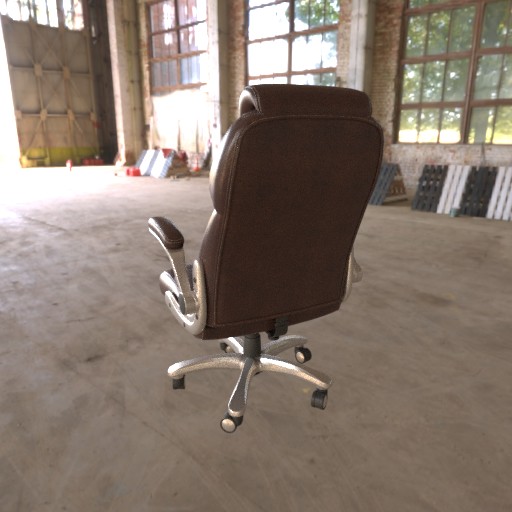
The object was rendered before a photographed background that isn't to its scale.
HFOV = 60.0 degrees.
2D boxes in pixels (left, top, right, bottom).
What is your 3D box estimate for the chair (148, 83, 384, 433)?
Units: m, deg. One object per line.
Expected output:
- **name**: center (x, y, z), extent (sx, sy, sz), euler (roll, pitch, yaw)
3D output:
- **chair**: center (0.000, 0.000, 1.674), extent (0.733, 1.160, 0.774), euler (-8, 18, -26)
